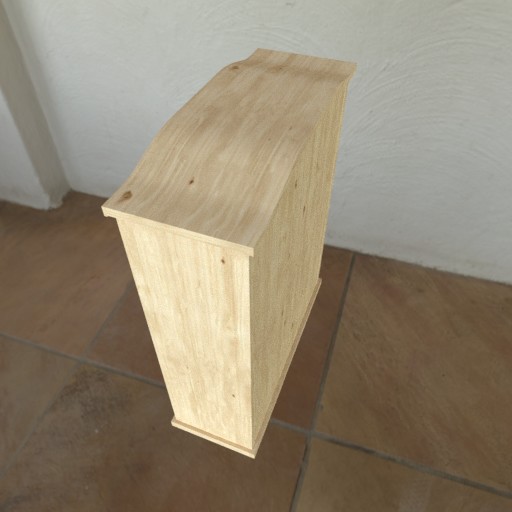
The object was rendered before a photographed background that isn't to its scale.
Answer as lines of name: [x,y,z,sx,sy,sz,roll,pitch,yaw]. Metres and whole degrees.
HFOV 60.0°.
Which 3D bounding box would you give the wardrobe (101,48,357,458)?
wardrobe: [0.000,0.000,2.563,0.570,1.870,1.500,16,48,15]
